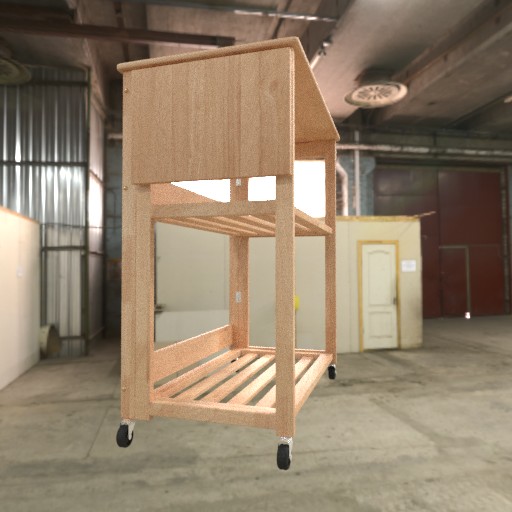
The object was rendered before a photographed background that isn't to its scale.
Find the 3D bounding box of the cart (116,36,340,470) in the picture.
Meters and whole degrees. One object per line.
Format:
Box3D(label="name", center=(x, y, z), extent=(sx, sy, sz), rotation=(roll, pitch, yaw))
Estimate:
Box3D(label="cart", center=(0.000, 0.000, 1.345), extent=(0.432, 0.879, 0.853), rotation=(0, -1, 17))
